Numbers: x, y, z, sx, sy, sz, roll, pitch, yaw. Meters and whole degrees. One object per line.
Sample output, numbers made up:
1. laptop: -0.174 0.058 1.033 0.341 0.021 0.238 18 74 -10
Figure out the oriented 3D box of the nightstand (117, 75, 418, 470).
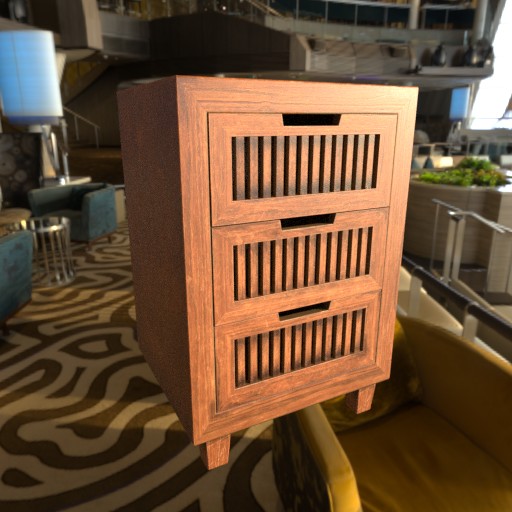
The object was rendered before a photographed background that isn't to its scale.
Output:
1. nightstand: 0.000 0.000 0.986 0.465 0.695 0.410 -9 19 -27
